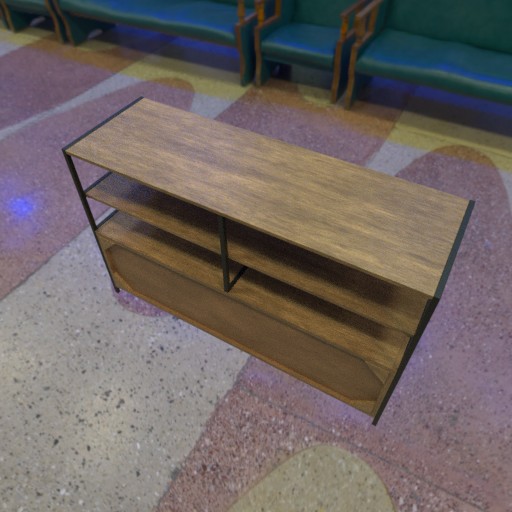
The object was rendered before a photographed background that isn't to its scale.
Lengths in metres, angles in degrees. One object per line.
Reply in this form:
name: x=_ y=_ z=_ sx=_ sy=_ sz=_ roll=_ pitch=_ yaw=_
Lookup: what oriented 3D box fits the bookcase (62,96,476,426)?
bookcase: x=0.000 y=0.000 z=1.536 sx=1.149 sy=0.712 sz=0.391 roll=23 pitch=52 yaw=20
